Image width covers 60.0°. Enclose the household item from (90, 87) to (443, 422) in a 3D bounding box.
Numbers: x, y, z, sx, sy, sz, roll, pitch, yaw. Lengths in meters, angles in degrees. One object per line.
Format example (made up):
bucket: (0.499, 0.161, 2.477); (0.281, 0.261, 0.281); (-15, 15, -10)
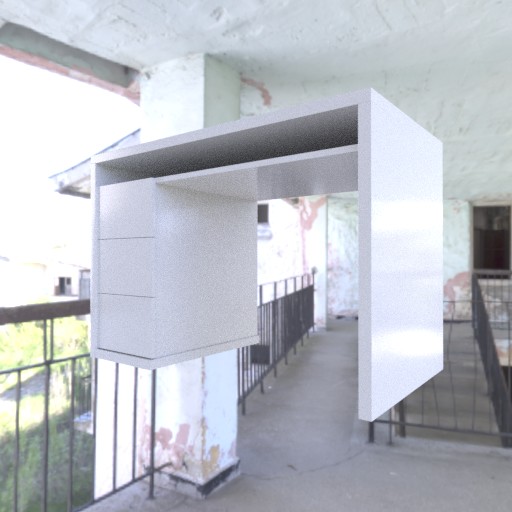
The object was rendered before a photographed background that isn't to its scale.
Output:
household item: (0.000, 0.000, 1.560); (1.100, 0.749, 0.597); (0, -1, 37)
